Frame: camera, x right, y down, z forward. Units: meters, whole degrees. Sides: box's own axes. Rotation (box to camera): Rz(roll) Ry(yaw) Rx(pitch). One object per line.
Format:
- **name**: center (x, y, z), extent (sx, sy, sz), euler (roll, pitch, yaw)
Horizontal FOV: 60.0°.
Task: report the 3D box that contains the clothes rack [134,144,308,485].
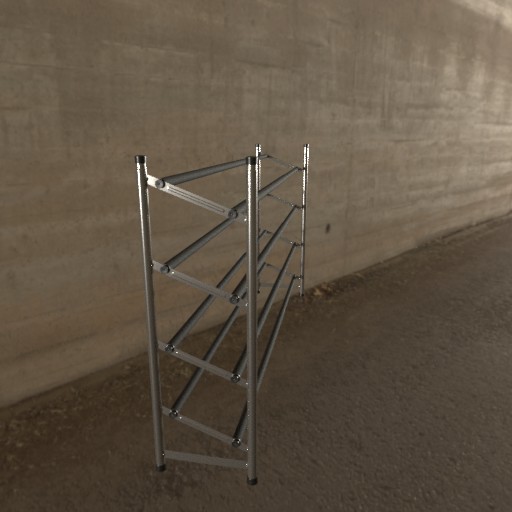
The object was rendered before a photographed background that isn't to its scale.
- **clothes rack**: center (0.000, 0.000, 1.410), extent (0.229, 0.672, 1.168), euler (3, 16, 10)
